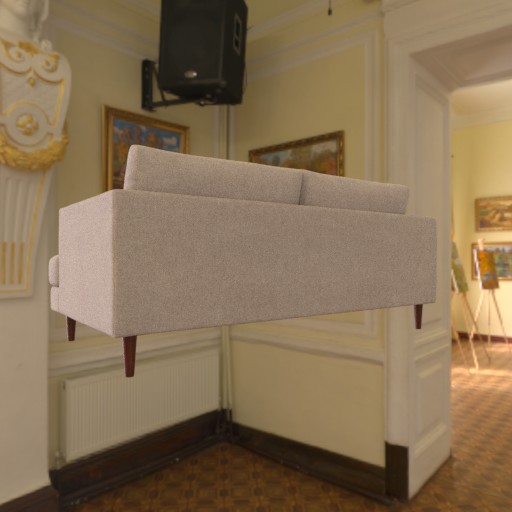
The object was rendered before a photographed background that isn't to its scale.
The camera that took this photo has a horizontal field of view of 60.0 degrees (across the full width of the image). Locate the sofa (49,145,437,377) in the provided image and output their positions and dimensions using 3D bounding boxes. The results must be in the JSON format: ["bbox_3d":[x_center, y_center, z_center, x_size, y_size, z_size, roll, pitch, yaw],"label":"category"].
[{"bbox_3d":[0.000,0.000,2.469,1.948,0.868,1.020,0,0,-36],"label":"sofa"}]
